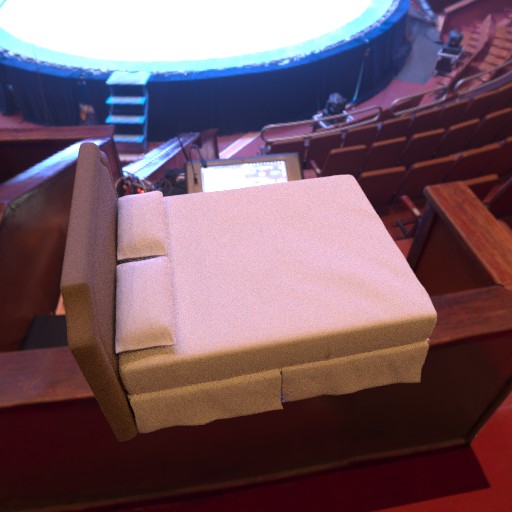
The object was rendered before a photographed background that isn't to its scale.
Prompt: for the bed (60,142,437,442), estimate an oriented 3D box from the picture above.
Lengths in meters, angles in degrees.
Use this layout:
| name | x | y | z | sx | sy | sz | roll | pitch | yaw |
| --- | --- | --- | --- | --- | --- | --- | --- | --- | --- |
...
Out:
| name | x | y | z | sx | sy | sz | roll | pitch | yaw |
| --- | --- | --- | --- | --- | --- | --- | --- | --- | --- |
| bed | 0.000 | 0.000 | 3.064 | 2.116 | 1.290 | 1.693 | -8 | 46 | -8 |
